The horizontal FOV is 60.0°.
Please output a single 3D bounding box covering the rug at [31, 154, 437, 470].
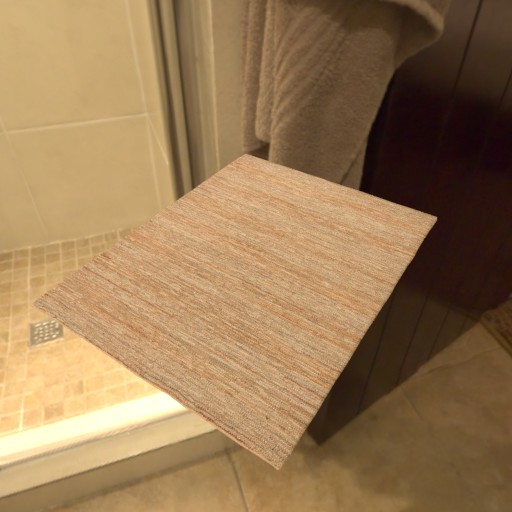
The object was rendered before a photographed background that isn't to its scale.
[{"bbox_3d":[0.000,0.000,3.897,2.313,0.009,2.939,24,47,25],"label":"rug"}]
